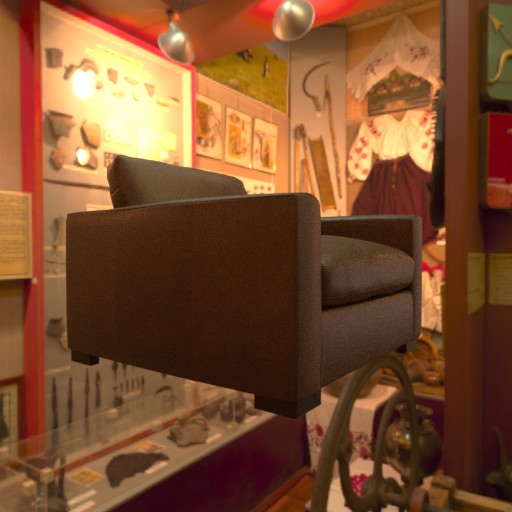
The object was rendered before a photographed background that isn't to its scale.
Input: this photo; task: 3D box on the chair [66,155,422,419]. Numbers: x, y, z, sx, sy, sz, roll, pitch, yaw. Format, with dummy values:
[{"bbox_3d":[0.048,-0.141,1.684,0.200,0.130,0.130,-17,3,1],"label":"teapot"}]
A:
[{"bbox_3d":[0.000,0.000,1.802,1.069,0.812,1.100,1,1,36],"label":"chair"}]
